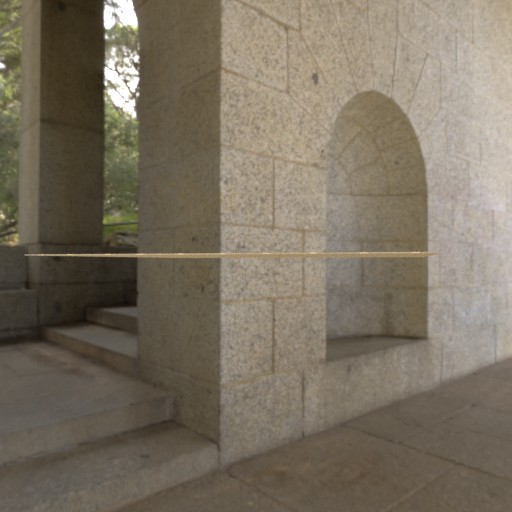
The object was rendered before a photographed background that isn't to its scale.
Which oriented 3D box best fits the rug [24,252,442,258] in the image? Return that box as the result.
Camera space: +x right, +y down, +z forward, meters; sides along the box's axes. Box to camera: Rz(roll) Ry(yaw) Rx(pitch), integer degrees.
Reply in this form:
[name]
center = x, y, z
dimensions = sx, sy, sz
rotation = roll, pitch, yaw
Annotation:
[rug]
center = 0.000, 0.000, 3.942
dimensions = 2.892, 0.006, 2.283
rotation = 0, -1, 19
